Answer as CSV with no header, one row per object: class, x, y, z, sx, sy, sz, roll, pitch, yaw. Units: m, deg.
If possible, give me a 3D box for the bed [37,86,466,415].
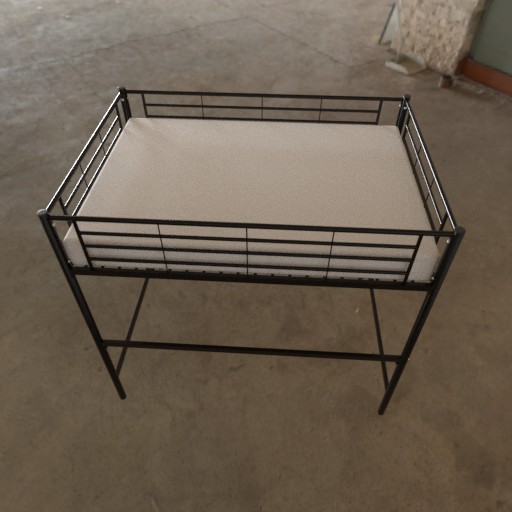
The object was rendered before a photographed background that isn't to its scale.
bed,0.000,0.000,3.159,1.994,1.803,1.397,3,45,3
